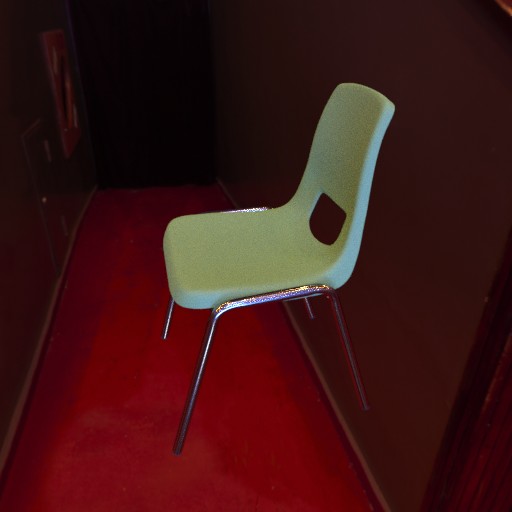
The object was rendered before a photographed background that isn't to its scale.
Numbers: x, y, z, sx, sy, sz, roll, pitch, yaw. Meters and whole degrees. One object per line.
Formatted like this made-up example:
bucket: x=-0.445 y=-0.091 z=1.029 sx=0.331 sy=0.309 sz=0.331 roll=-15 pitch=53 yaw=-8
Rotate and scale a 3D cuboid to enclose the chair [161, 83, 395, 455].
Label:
chair: x=0.000 y=0.000 z=0.924 sx=0.436 sy=0.653 sz=0.381 roll=-7 pitch=31 yaw=-12
